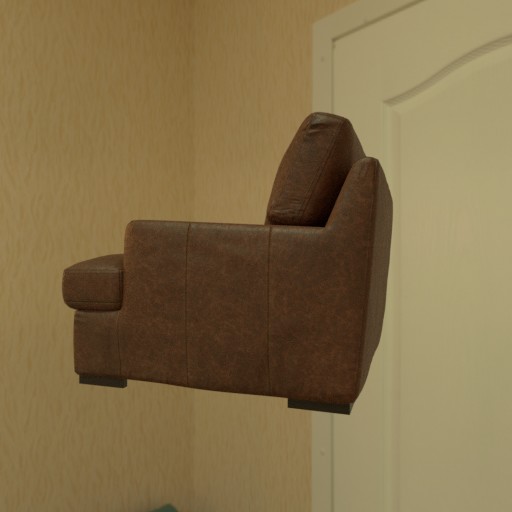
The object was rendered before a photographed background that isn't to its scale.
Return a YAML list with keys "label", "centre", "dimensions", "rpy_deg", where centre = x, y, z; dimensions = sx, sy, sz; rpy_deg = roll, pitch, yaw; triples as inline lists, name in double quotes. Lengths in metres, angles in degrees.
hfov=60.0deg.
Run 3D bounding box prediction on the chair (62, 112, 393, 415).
- label: "chair"
  centre: [0.000, 0.000, 1.970]
  dimensions: [1.143, 0.939, 1.168]
  rpy_deg: [0, 0, 19]
